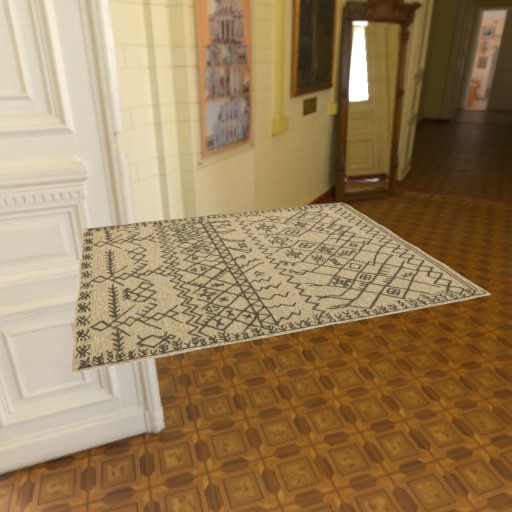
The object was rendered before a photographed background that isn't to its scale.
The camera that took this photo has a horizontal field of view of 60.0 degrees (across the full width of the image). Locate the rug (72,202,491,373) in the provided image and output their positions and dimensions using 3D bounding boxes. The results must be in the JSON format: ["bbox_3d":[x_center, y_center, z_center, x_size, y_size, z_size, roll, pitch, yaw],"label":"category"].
[{"bbox_3d":[0.000,0.000,3.249,2.455,0.025,1.964,-8,26,-16],"label":"rug"}]
